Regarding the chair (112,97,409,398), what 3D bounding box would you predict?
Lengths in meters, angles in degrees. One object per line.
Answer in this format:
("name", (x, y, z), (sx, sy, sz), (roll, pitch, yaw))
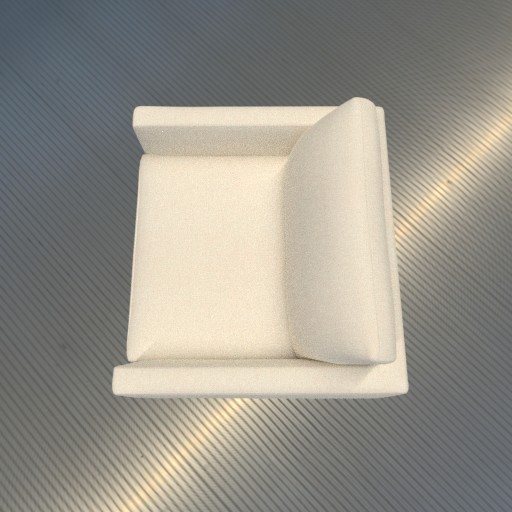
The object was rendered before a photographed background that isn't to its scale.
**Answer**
("chair", (0.000, 0.000, 1.584), (0.875, 0.806, 0.964), (0, 75, 0))
